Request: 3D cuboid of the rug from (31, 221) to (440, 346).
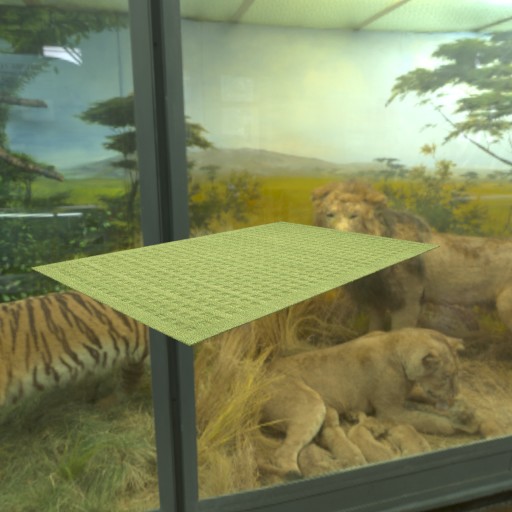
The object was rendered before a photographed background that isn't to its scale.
[{"bbox_3d":[0.000,0.000,2.938,1.529,0.007,2.297,13,19,42],"label":"rug"}]
